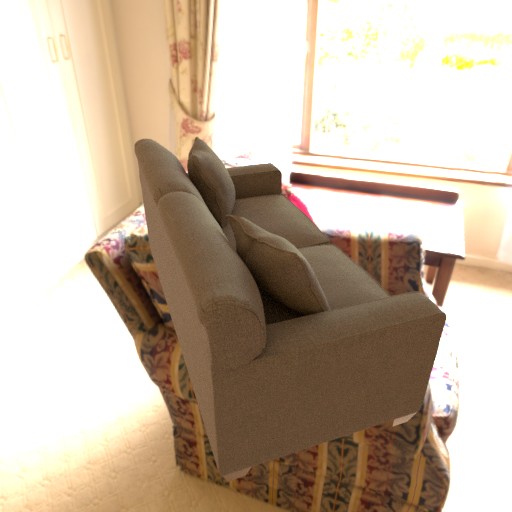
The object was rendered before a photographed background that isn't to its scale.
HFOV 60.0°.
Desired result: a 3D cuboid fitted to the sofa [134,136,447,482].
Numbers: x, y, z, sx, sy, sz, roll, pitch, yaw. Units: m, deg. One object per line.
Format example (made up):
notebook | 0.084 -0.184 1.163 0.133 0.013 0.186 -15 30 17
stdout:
sofa | 0.000 0.000 2.397 1.000 0.958 1.846 -10 33 -17
